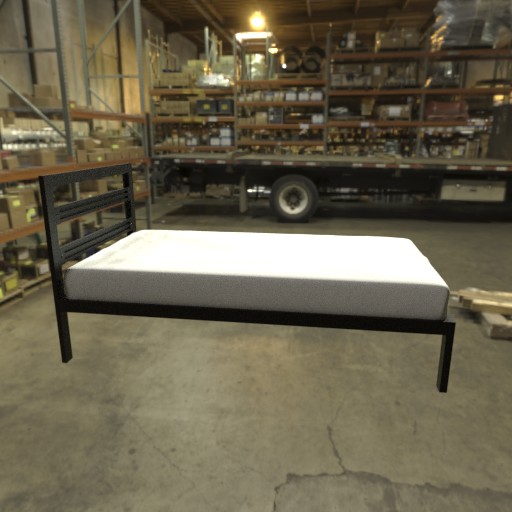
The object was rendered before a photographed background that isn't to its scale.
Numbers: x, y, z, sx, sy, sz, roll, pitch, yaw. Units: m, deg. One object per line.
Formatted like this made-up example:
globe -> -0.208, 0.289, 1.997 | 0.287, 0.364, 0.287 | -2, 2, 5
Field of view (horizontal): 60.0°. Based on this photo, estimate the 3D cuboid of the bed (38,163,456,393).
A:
bed -> 0.000, 0.000, 2.531 | 1.930, 0.967, 0.991 | 2, 15, 8
